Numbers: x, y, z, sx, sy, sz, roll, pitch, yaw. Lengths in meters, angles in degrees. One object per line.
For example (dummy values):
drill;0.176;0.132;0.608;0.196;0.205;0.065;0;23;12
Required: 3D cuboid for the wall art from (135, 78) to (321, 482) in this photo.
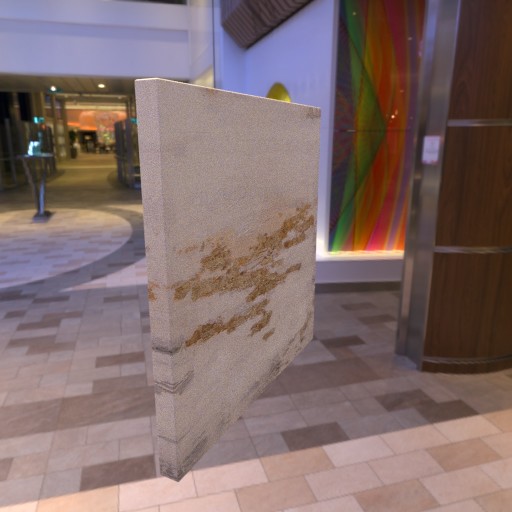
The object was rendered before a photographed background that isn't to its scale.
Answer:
wall art;0.000;0.000;0.910;0.040;0.613;0.611;8;16;27
